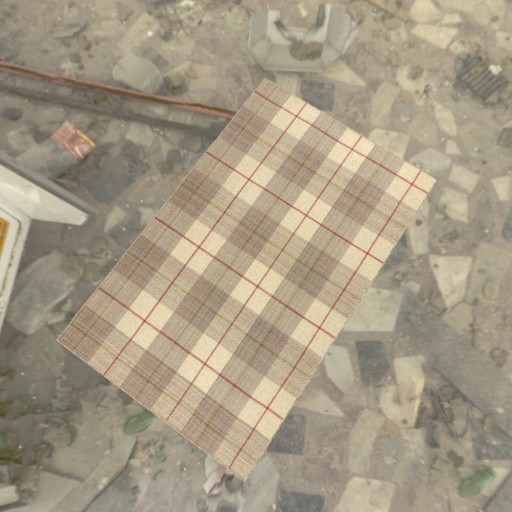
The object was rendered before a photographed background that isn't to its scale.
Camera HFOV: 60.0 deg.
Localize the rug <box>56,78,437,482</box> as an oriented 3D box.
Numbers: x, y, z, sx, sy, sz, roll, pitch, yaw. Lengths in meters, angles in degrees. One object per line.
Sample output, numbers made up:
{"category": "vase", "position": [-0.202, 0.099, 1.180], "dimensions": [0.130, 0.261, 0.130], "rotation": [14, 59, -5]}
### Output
{"category": "rug", "position": [0.000, 0.000, 3.105], "dimensions": [1.549, 0.010, 2.464], "rotation": [33, 78, 8]}
